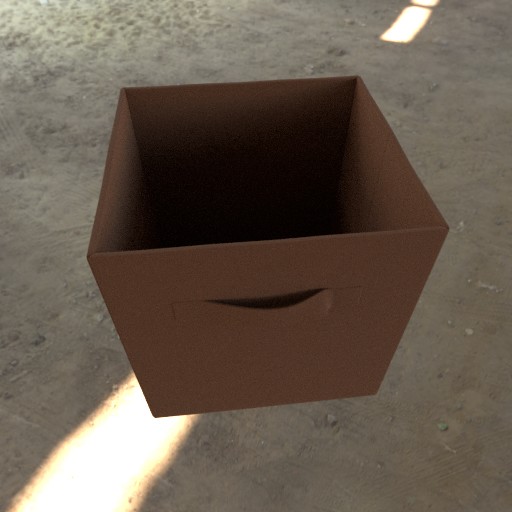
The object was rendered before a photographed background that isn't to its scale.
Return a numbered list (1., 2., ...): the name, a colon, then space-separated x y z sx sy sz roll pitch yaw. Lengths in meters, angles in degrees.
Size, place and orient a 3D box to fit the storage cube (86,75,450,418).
1. storage cube: 0.000 0.000 0.500 0.270 0.280 0.270 -5 47 -4
